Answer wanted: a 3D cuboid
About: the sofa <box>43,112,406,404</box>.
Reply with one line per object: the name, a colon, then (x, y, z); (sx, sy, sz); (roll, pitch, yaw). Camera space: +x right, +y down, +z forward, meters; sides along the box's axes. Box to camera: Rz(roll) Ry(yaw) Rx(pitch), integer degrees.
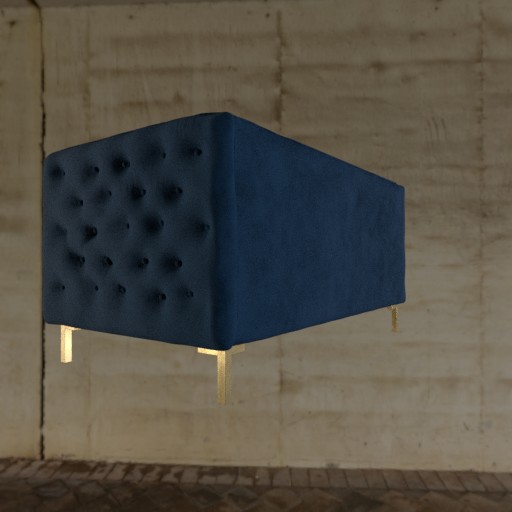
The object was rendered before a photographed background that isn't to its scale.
sofa: (0.000, 0.000, 2.024); (0.909, 0.810, 1.583); (0, 0, 36)
